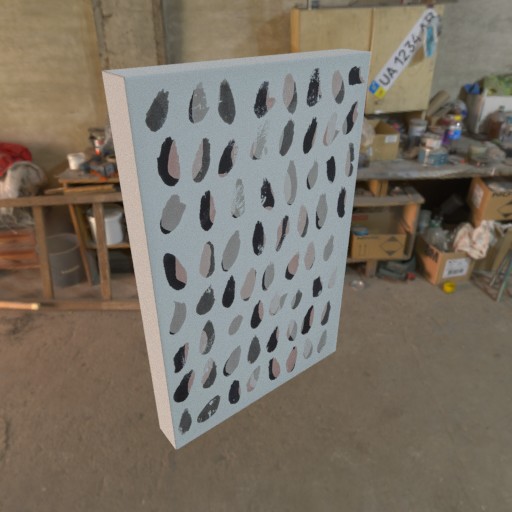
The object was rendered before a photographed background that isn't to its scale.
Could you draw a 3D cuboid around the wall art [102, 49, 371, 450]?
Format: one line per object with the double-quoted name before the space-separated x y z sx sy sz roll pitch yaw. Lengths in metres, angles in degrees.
"wall art" 0.000 0.000 0.468 0.252 0.381 0.039 -22 37 -32
